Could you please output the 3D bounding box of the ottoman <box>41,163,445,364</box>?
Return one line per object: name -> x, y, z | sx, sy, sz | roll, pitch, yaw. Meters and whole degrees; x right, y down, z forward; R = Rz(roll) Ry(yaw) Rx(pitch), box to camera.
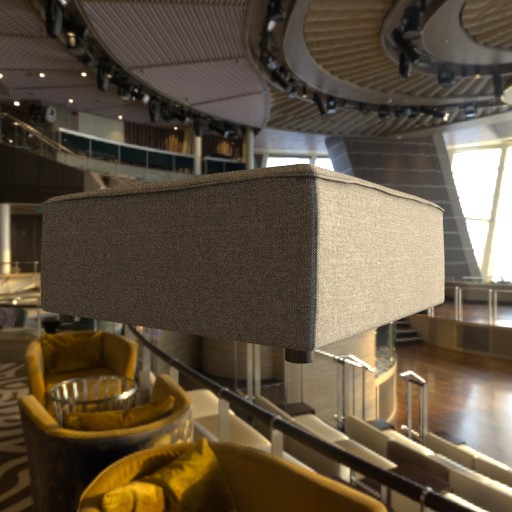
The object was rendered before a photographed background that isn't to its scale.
ottoman -> 0.000, 0.000, 1.528 | 1.023, 0.423, 1.017 | 0, 1, 37
